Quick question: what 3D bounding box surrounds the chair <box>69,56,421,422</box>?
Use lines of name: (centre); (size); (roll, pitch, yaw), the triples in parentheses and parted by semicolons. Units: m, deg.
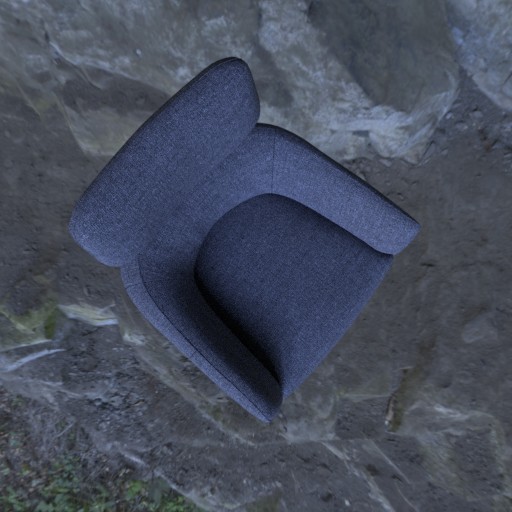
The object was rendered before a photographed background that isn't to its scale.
chair: (0.000, 0.000, 1.349); (0.715, 0.812, 0.706); (39, 80, 8)
